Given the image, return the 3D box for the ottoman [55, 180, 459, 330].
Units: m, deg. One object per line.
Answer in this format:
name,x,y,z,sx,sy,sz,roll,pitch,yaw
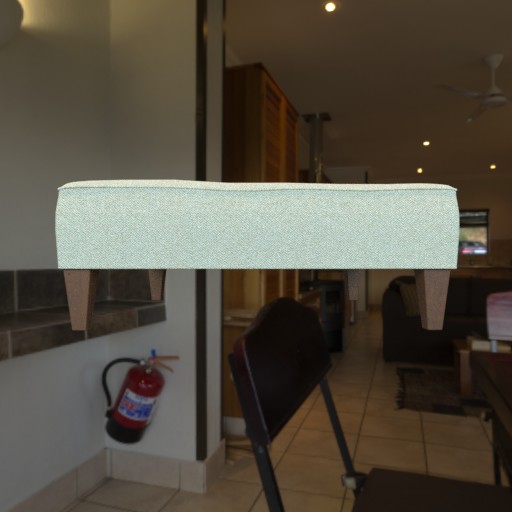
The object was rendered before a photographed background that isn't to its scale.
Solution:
ottoman,0.000,0.000,1.550,0.968,0.379,1.004,0,-1,-1
